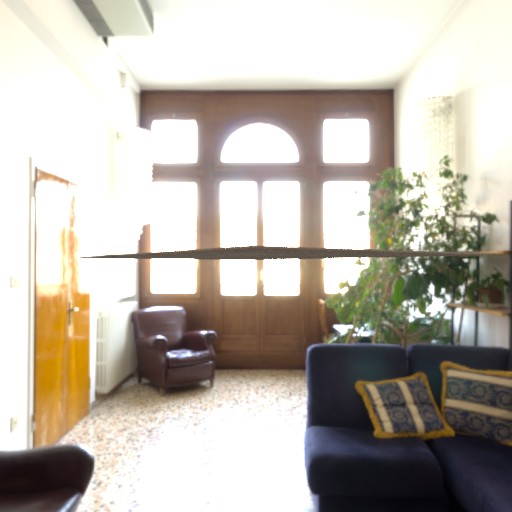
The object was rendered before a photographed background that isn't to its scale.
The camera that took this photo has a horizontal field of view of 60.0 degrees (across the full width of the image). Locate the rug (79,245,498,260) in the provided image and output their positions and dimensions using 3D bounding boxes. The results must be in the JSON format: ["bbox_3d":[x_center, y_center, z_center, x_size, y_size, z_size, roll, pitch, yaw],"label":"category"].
[{"bbox_3d":[0.000,0.000,4.253,2.448,0.020,3.359,1,-2,-35],"label":"rug"}]
